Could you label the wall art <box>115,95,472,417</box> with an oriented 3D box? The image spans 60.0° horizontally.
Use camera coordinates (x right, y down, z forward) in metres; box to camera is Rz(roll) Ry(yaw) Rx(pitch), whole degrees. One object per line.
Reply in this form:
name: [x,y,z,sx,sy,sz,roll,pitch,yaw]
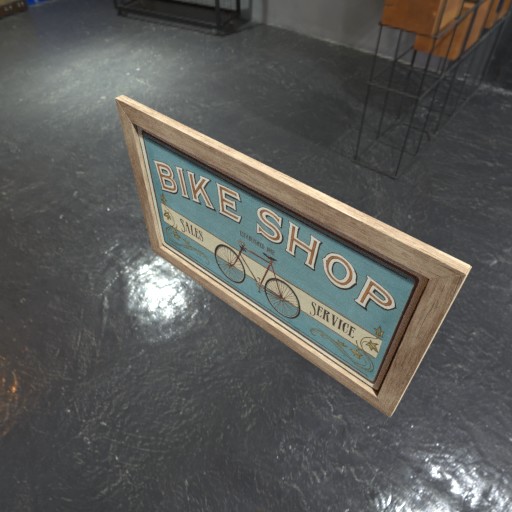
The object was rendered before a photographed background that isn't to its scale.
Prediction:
wall art: [0.000,0.000,0.966,0.780,0.480,0.021,32,54,26]
